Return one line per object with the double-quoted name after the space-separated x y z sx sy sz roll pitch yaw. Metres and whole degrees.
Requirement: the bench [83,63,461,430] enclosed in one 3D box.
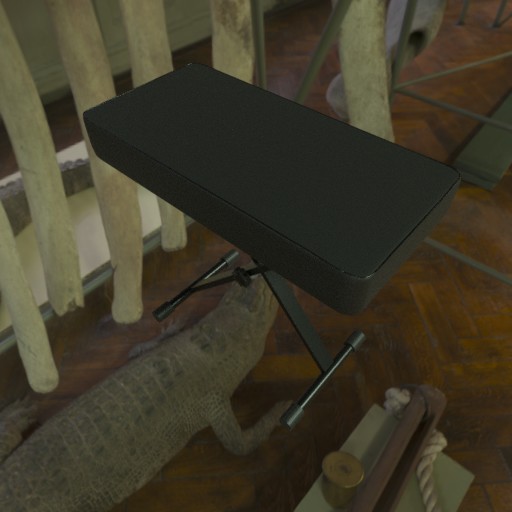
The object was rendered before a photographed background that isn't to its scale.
0.000 0.000 0.940 0.600 0.561 0.300 33 55 27 "bench"
